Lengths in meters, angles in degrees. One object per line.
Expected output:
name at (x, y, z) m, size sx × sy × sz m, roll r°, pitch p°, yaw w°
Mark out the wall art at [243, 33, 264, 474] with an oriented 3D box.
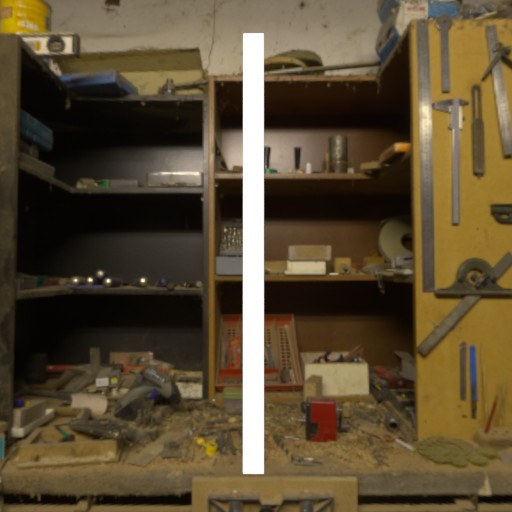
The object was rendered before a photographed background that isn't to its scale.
wall art at (0.000, 0.000, 1.144) m, size 0.036 × 0.760 × 0.760 m, roll 0°, pitch -1°, yaw 1°
